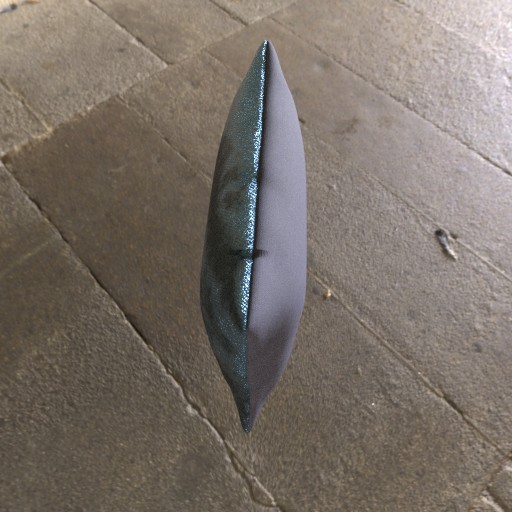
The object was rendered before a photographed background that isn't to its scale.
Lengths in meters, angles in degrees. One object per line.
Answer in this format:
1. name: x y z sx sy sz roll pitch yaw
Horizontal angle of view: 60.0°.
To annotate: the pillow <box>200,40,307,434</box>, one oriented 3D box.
1. pillow: 0.000 0.000 0.661 0.138 0.430 0.436 3 59 2
